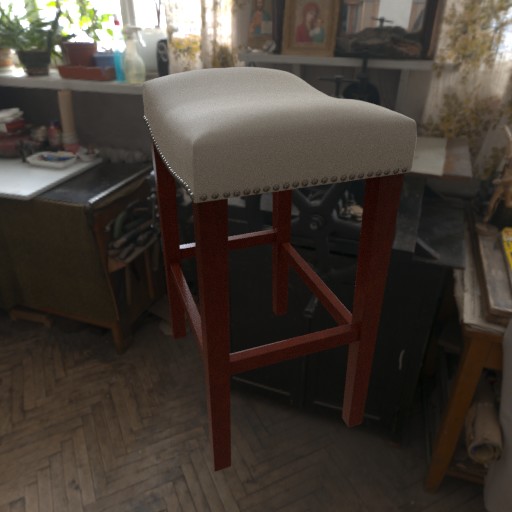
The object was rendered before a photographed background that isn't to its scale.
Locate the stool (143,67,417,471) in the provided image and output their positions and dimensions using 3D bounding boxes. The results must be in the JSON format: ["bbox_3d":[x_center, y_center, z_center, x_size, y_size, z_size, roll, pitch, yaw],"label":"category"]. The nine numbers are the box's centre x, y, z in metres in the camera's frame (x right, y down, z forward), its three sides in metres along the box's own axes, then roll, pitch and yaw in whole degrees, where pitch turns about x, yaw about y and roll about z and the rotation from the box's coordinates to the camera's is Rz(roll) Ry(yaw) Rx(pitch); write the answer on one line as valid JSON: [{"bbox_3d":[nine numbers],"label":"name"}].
[{"bbox_3d":[0.000,0.000,1.008,0.372,0.742,0.504,-11,32,-17],"label":"stool"}]
